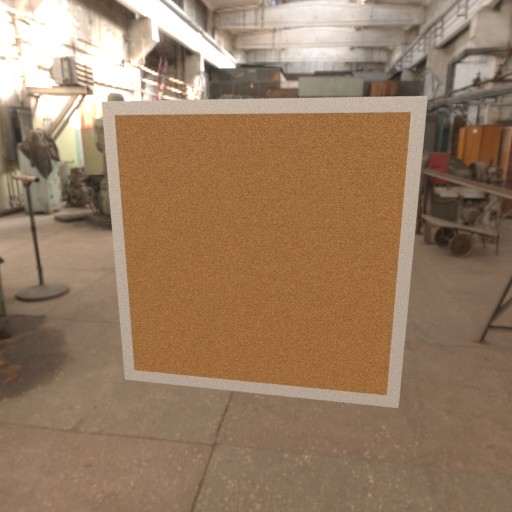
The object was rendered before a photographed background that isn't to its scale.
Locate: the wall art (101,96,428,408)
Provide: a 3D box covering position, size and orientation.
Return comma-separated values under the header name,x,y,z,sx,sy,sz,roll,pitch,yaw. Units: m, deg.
name,x,y,z,sx,sy,sz,roll,pitch,yaw
wall art,0.000,0.000,0.762,0.507,0.508,0.038,3,15,10
